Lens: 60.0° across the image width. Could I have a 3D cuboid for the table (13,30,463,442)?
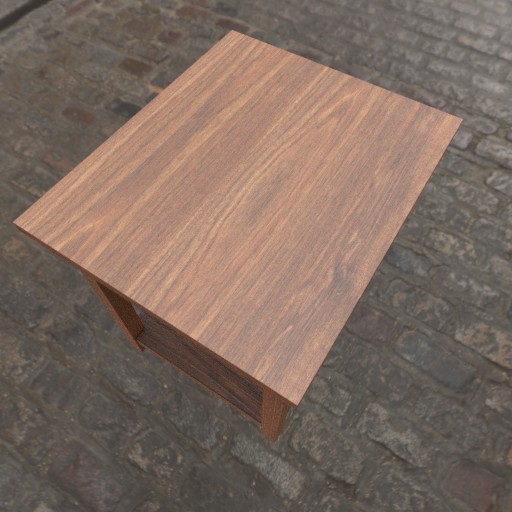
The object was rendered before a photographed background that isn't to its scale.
[{"bbox_3d":[0.000,0.000,1.090,0.559,0.635,0.660,29,63,16],"label":"table"}]
